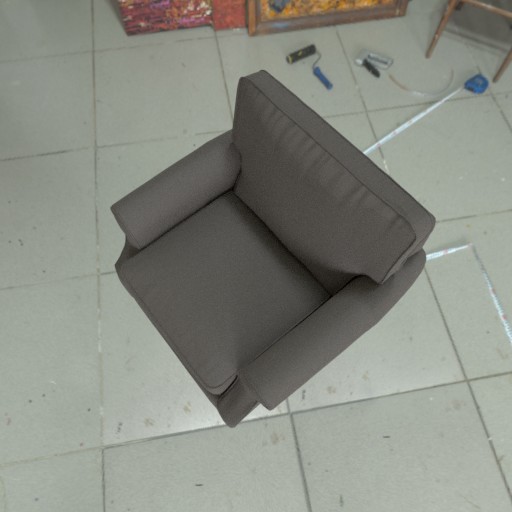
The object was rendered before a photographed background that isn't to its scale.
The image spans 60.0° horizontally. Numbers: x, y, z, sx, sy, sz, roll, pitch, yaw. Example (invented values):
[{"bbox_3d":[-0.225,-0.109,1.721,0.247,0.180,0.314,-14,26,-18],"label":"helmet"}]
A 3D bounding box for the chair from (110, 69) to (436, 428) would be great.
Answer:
[{"bbox_3d":[0.000,0.000,1.796,0.966,0.967,1.029,-36,69,-16],"label":"chair"}]
